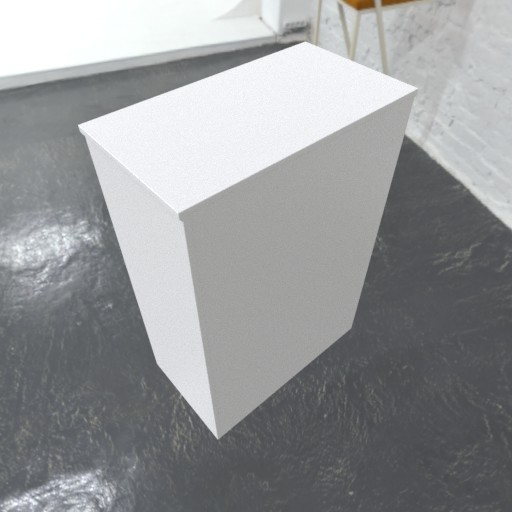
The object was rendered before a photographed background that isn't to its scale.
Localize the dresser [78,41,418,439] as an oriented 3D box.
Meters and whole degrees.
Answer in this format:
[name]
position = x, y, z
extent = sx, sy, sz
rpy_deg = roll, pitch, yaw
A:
[dresser]
position = 0.000, 0.000, 1.397
extent = 0.704, 1.021, 0.401
rpy_deg = -32, 54, -27
